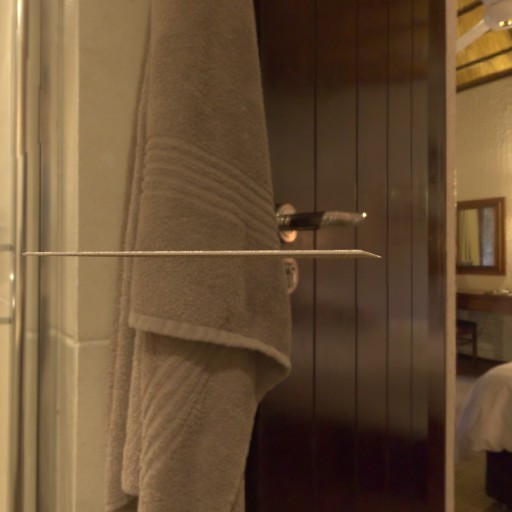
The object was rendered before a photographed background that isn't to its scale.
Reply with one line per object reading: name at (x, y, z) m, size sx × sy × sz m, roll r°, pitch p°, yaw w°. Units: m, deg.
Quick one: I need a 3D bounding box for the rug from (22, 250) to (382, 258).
rug at (0.000, 0.000, 3.456) m, size 1.819 × 0.018 × 2.746 m, roll 0°, pitch -1°, yaw 17°
